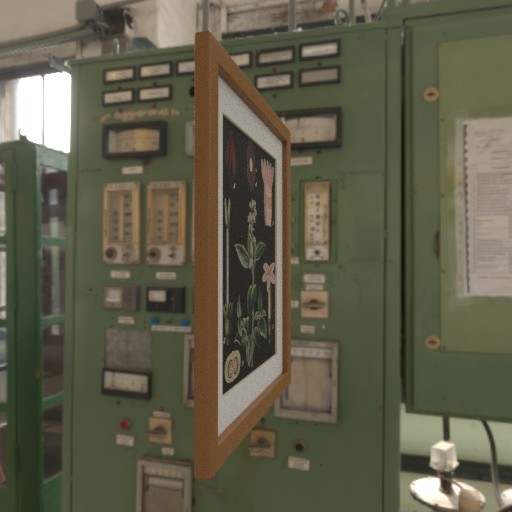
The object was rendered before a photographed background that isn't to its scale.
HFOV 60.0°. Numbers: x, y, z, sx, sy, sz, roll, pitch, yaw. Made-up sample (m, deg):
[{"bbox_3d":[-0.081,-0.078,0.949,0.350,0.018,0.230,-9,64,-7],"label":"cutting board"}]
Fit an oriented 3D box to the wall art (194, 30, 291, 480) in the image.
[{"bbox_3d":[0.000,0.000,0.757,0.021,0.550,0.449,0,-1,17],"label":"wall art"}]
